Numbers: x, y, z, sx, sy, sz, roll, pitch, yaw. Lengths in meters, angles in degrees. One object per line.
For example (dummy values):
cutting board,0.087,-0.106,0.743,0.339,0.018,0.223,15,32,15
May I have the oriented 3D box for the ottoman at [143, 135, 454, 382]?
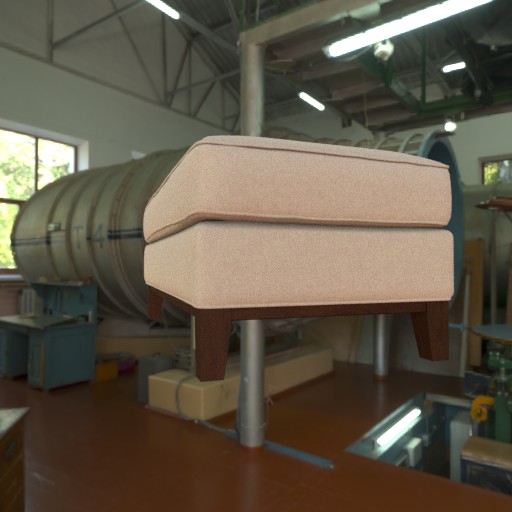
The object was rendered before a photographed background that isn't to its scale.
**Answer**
ottoman,0.000,0.000,1.471,0.648,0.508,1.143,0,-1,-19
